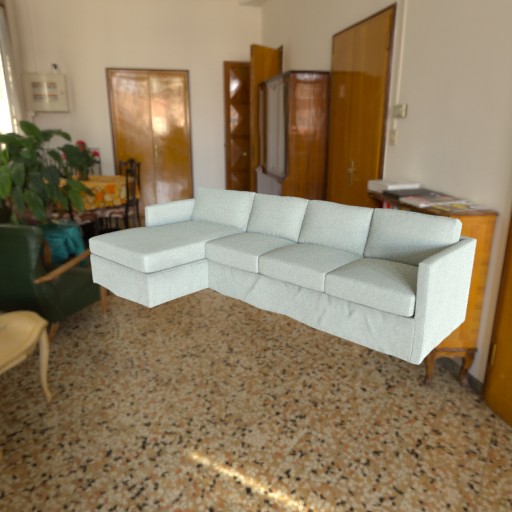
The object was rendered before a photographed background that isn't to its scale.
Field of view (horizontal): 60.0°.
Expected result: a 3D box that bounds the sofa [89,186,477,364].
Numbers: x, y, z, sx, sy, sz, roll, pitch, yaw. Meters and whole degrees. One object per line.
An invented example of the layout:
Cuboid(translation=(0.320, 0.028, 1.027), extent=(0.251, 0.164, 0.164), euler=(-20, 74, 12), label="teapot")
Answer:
Cuboid(translation=(0.000, 0.000, 3.987), extent=(3.205, 0.922, 1.650), euler=(15, 22, 40), label="sofa")
